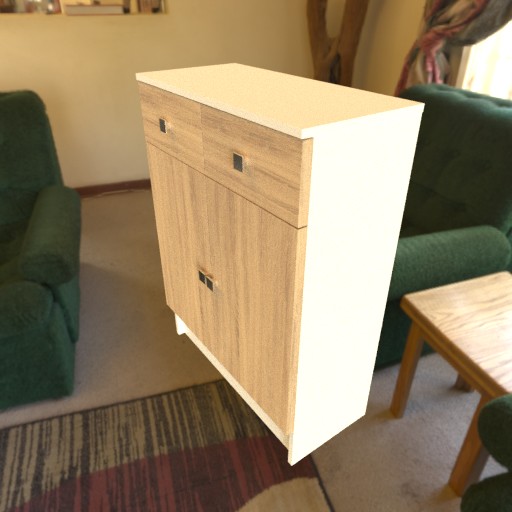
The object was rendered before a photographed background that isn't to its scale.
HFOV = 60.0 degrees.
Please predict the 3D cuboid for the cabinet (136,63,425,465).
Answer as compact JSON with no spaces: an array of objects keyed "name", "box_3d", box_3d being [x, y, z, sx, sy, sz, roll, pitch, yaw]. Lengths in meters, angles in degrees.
[{"name":"cabinet","box_3d":[0.000,0.000,1.122,0.296,0.815,0.600,-21,37,-30]}]
